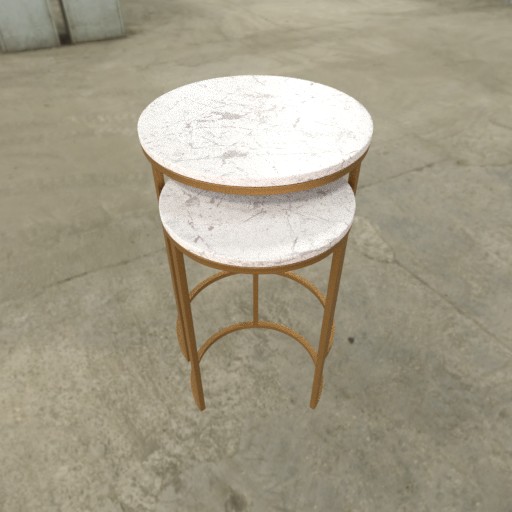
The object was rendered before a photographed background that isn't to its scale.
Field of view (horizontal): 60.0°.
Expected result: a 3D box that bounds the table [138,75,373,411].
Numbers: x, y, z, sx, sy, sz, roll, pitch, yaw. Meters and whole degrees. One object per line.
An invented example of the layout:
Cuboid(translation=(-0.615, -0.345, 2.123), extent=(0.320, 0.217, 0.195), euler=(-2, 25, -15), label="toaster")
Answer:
Cuboid(translation=(0.000, 0.000, 0.910), extent=(0.400, 0.550, 0.507), euler=(-1, 42, -1), label="table")
